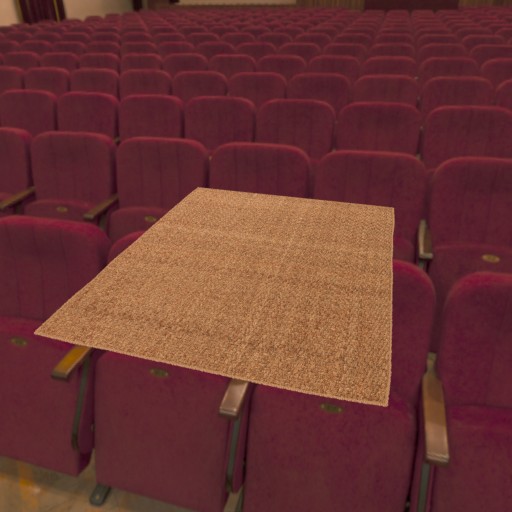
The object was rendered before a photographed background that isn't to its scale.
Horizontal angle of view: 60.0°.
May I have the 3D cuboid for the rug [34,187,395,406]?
[{"bbox_3d":[0.000,0.000,4.067,2.439,0.013,3.048,8,30,14],"label":"rug"}]
